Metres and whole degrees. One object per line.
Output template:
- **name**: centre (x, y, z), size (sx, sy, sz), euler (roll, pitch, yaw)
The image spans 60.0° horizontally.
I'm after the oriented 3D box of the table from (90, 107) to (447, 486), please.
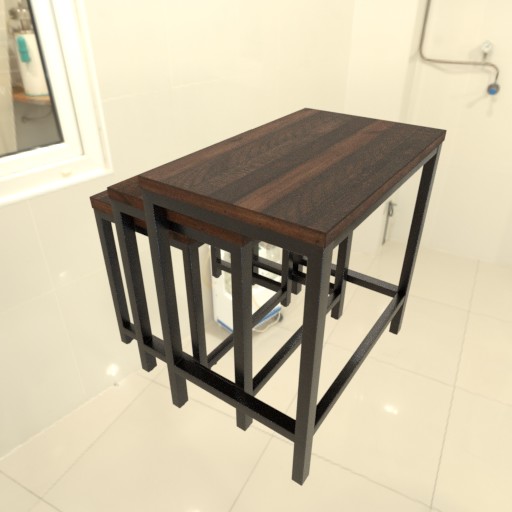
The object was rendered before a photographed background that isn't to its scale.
- **table**: centre (0.000, 0.000, 1.143), size (0.660, 0.616, 0.608), euler (20, 37, 29)
